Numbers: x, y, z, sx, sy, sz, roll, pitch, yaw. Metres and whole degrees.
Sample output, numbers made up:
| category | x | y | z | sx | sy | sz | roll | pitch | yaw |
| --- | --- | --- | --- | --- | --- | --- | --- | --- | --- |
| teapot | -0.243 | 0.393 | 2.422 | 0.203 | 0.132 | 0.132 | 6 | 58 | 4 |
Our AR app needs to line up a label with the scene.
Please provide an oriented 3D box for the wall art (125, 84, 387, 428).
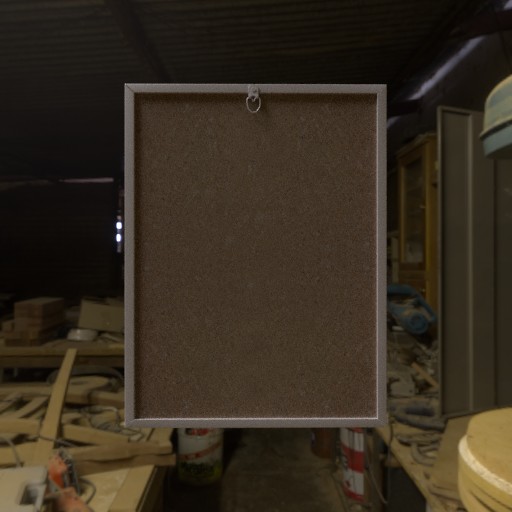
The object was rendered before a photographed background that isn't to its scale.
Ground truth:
| category | x | y | z | sx | sy | sz | roll | pitch | yaw |
| --- | --- | --- | --- | --- | --- | --- | --- | --- | --- |
| wall art | 0.000 | 0.000 | 1.379 | 0.805 | 1.056 | 0.042 | 0 | 0 | 0 |
